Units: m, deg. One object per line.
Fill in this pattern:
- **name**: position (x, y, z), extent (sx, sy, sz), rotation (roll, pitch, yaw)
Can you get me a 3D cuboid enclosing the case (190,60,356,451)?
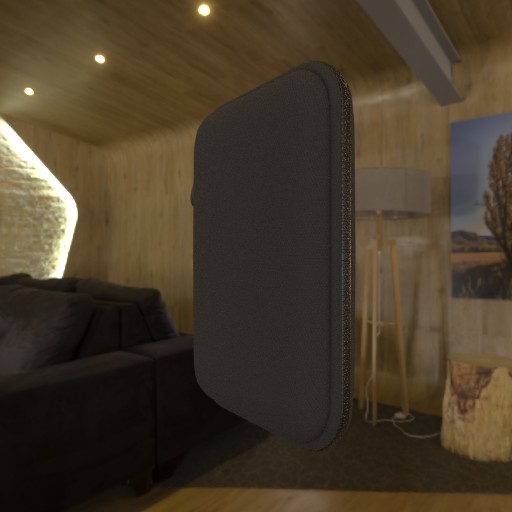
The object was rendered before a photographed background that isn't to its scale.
- **case**: position (0.000, 0.000, 0.197), extent (0.030, 0.147, 0.107), rotation (0, 0, -36)
